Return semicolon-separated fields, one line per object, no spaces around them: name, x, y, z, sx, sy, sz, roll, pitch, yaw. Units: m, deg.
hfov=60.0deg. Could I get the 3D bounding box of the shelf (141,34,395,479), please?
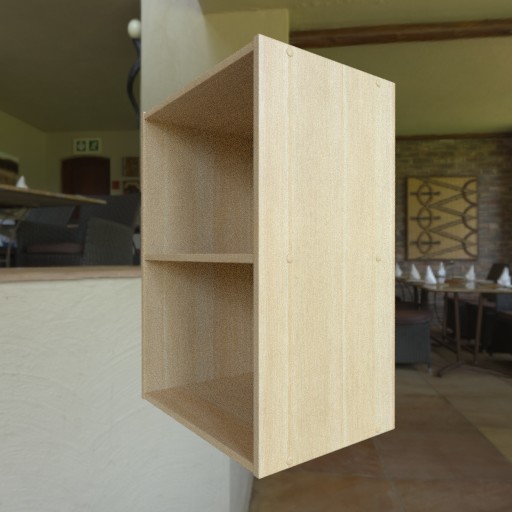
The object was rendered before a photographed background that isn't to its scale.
shelf;0.000;0.000;0.839;0.290;0.592;0.414;0;0;-36
